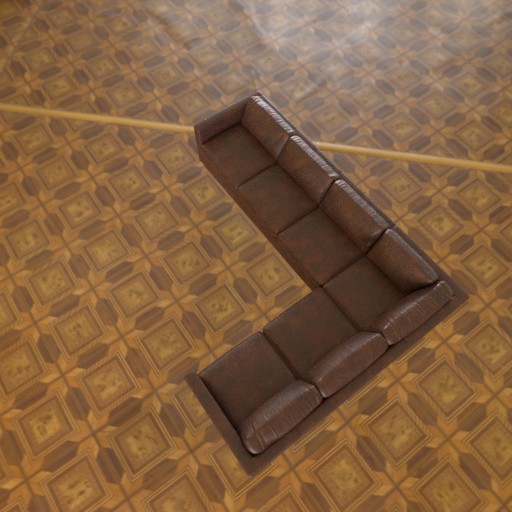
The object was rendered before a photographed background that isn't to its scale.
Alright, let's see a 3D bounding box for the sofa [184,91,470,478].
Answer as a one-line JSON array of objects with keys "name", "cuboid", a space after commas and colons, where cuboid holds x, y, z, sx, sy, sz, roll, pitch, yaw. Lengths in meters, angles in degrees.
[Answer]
[{"name": "sofa", "cuboid": [0.000, 0.000, 4.418, 2.438, 0.836, 3.152, -33, 68, -16]}]
